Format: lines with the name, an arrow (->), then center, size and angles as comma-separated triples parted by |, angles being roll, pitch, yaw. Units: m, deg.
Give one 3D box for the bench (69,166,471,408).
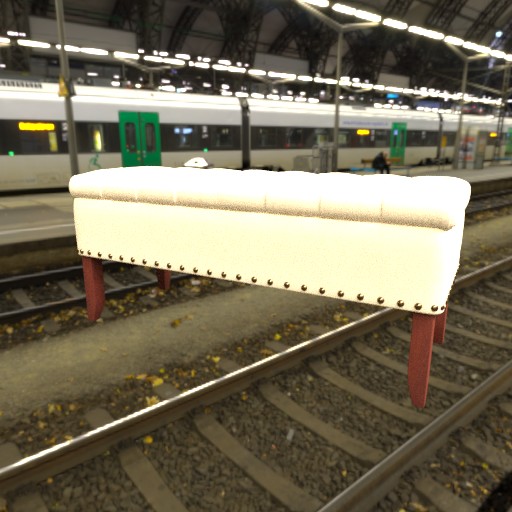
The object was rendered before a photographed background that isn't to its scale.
bench -> 0.000, 0.000, 1.269 | 1.054, 0.470, 0.400 | 8, 16, 27
